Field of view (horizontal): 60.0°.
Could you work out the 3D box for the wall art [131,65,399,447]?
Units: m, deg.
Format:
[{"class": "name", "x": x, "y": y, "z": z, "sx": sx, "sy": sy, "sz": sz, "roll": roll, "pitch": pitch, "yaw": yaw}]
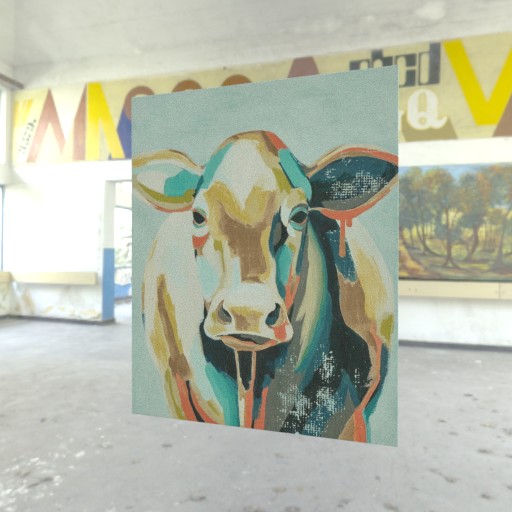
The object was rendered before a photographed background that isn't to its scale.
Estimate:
[{"class": "wall art", "x": 0.000, "y": 0.000, "z": 0.669, "sx": 0.409, "sy": 0.509, "sz": 0.037, "roll": 0, "pitch": 0, "yaw": 18}]
